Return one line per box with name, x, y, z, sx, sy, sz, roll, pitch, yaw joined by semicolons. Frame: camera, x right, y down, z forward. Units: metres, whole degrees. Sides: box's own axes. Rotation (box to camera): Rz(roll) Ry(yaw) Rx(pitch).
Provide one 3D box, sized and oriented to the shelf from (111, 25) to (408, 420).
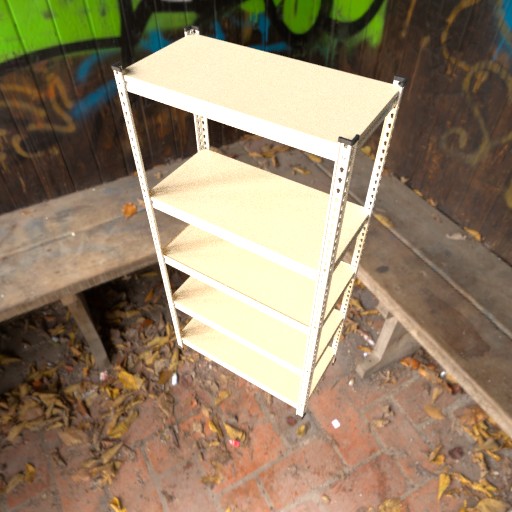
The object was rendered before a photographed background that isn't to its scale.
shelf;0.000;0.000;2.174;0.914;1.829;0.457;24;51;21
